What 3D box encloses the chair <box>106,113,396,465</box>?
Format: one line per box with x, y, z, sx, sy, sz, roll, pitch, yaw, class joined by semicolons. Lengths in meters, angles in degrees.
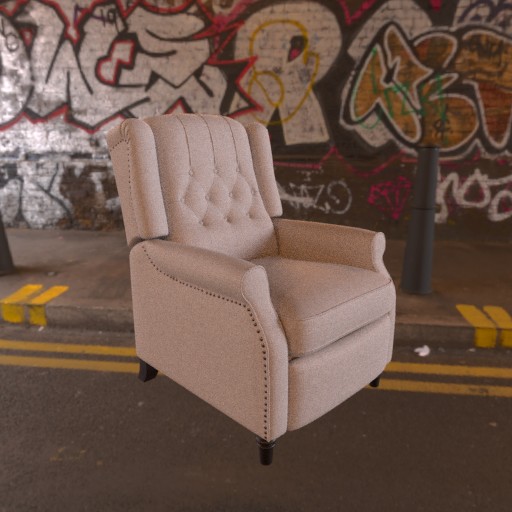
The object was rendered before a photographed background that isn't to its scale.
0.000;0.000;1.645;0.742;1.035;0.902;-14;20;-43;chair
